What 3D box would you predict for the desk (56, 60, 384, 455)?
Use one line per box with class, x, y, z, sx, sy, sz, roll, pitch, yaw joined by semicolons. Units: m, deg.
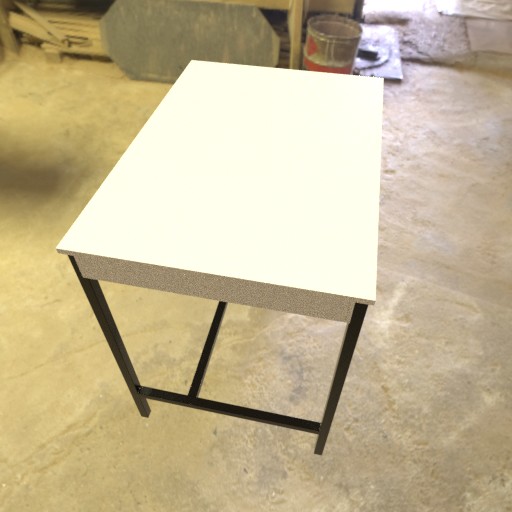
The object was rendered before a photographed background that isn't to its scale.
desk;0.000;0.000;1.316;0.573;0.766;0.811;9;48;8
